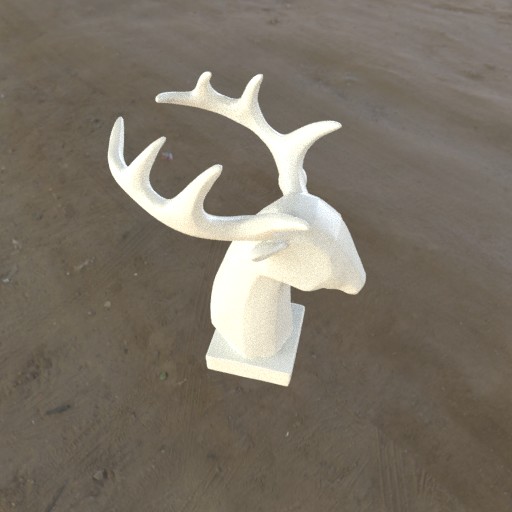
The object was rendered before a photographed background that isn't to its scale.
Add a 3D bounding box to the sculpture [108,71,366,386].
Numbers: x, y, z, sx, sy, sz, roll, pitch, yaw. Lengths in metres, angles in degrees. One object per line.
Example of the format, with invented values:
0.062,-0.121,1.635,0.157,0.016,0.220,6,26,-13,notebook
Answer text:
0.000,0.000,0.455,0.224,0.329,0.174,10,48,9,sculpture
